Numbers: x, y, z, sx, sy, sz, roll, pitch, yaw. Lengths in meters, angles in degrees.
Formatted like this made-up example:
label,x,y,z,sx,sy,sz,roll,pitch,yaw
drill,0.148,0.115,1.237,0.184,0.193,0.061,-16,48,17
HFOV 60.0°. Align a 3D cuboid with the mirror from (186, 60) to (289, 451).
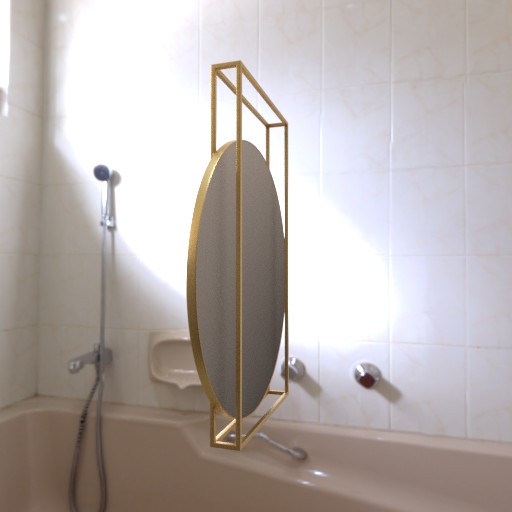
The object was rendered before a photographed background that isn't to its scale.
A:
label,x,y,z,sx,sy,sz,roll,pitch,yaw
mirror,0.000,0.000,0.841,0.051,0.603,0.508,0,-2,18
